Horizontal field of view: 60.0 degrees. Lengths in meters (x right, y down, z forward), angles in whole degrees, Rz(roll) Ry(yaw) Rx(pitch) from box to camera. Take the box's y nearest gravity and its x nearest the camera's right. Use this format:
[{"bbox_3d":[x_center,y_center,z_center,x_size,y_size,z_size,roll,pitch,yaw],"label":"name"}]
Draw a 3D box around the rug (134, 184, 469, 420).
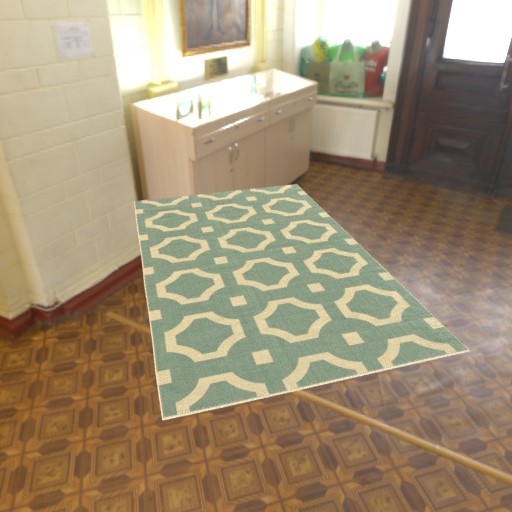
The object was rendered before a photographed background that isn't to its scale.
[{"bbox_3d":[0.000,0.000,3.055,1.528,0.015,2.443,-8,31,-14],"label":"rug"}]
